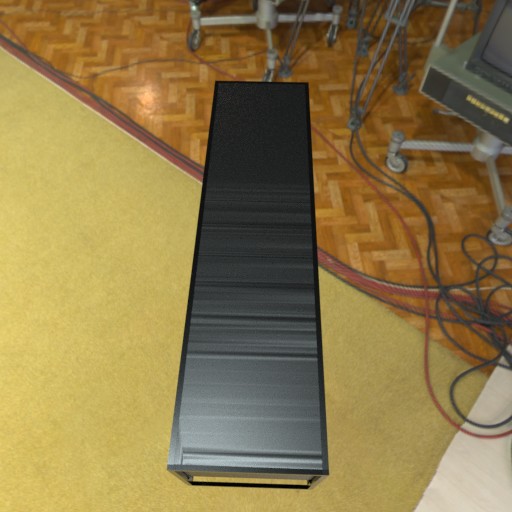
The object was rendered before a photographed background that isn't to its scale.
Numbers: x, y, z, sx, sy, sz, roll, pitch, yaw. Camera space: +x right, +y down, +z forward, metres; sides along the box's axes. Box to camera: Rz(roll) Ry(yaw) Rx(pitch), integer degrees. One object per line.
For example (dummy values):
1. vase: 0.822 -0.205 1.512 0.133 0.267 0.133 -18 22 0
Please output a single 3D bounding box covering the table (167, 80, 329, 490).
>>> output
1. table: 0.000 0.000 1.633 0.399 0.395 1.486 1 58 1
